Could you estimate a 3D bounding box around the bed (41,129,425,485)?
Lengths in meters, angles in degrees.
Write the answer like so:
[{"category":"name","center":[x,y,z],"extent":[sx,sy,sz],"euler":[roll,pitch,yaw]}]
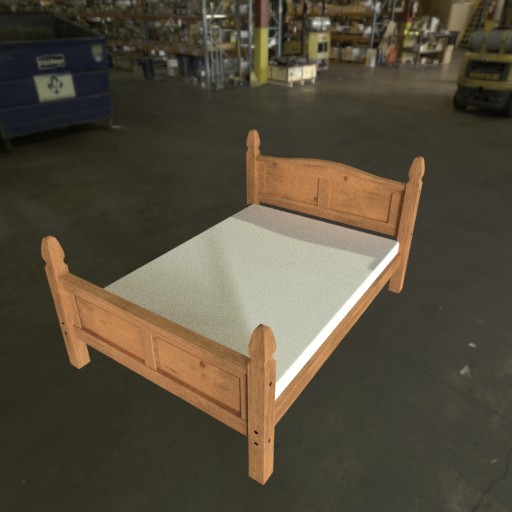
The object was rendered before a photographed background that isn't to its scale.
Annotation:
[{"category":"bed","center":[0.000,0.000,2.969],"extent":[1.490,1.100,2.069],"euler":[18,34,29]}]
